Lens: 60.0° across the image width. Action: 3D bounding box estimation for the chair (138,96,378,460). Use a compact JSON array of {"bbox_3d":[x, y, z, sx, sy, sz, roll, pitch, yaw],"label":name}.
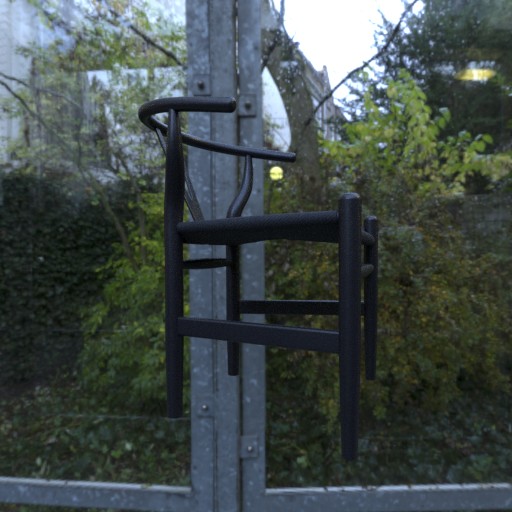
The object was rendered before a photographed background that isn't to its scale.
[{"bbox_3d":[0.000,0.000,1.141,0.579,0.730,0.569,0,0,19],"label":"chair"}]
